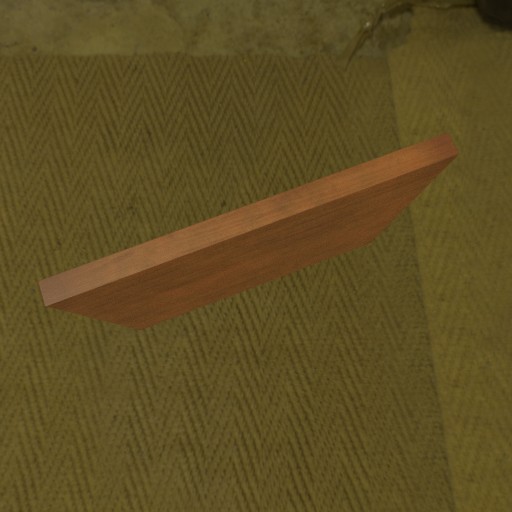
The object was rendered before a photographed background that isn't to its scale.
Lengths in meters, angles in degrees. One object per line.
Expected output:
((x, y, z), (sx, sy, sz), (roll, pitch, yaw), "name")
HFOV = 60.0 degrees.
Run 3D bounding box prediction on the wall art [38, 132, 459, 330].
((0.000, 0.000, 0.784), (0.558, 0.457, 0.033), (-21, 78, -5), "wall art")
